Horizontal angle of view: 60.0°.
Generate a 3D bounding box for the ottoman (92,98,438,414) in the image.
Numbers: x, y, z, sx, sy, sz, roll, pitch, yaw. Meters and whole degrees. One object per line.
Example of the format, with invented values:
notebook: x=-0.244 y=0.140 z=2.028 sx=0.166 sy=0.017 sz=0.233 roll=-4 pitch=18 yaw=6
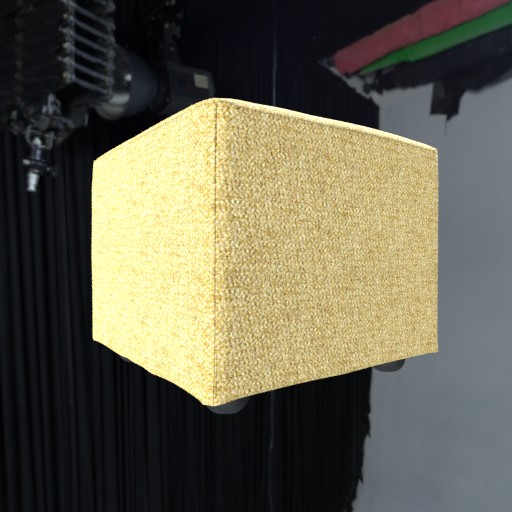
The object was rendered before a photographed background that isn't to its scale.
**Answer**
ottoman: x=0.000 y=0.000 z=0.879 sx=0.505 sy=0.441 sz=0.512 roll=-1 pitch=1 yaw=-36
